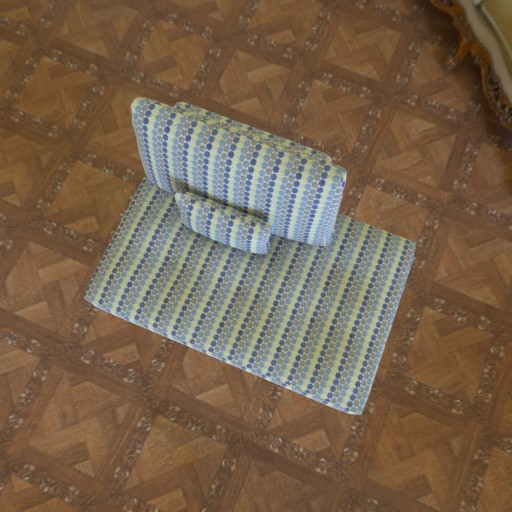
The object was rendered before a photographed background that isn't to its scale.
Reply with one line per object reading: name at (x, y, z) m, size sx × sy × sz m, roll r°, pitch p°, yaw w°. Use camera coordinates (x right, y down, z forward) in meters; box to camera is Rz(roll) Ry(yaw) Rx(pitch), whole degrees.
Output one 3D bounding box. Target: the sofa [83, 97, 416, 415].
sofa at (0.000, 0.000, 2.087) m, size 1.450 × 0.820 × 1.000 m, roll 22°, pitch 76°, yaw 6°
